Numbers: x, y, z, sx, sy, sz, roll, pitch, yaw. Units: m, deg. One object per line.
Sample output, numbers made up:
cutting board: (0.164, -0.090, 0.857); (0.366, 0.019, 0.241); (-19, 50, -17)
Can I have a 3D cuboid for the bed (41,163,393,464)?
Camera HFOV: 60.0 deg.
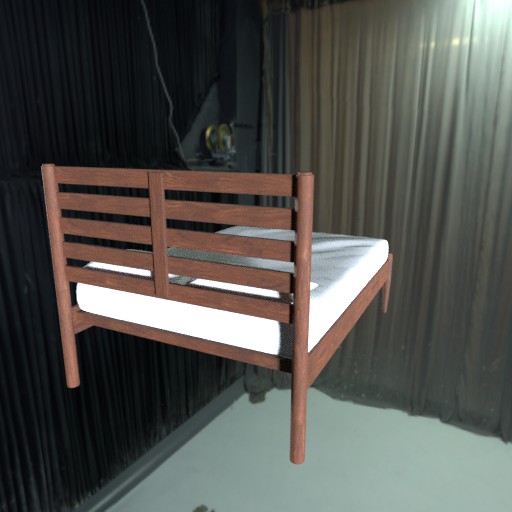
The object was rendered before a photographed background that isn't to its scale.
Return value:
bed: (0.000, 0.000, 3.067); (1.509, 1.304, 2.093); (7, 16, 26)
